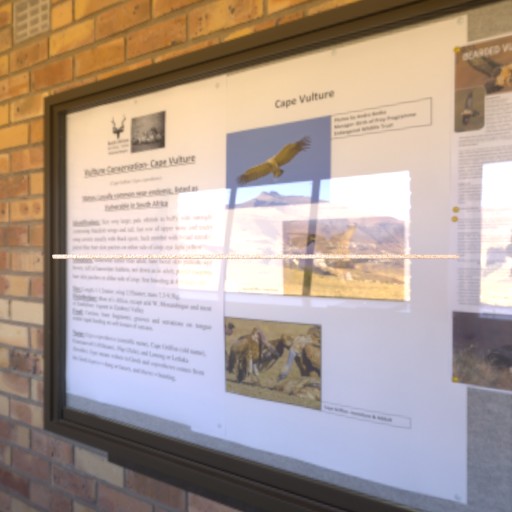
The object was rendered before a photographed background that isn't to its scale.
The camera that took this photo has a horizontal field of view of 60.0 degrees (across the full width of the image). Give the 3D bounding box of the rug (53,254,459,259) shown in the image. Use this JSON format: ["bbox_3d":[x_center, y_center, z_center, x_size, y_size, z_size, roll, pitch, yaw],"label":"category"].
[{"bbox_3d":[0.000,0.000,4.111,2.400,0.025,3.000,0,0,0],"label":"rug"}]
